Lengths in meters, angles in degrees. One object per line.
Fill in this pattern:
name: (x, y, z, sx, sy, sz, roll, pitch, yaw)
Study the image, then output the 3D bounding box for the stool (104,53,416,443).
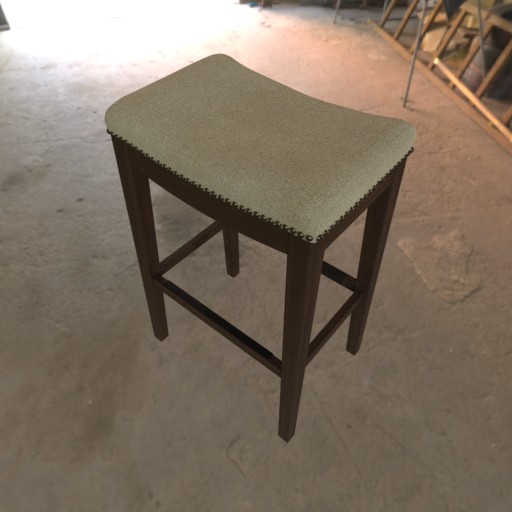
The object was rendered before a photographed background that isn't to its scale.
stool: (0.000, 0.000, 1.069, 0.509, 0.768, 0.363, 31, 54, 26)
